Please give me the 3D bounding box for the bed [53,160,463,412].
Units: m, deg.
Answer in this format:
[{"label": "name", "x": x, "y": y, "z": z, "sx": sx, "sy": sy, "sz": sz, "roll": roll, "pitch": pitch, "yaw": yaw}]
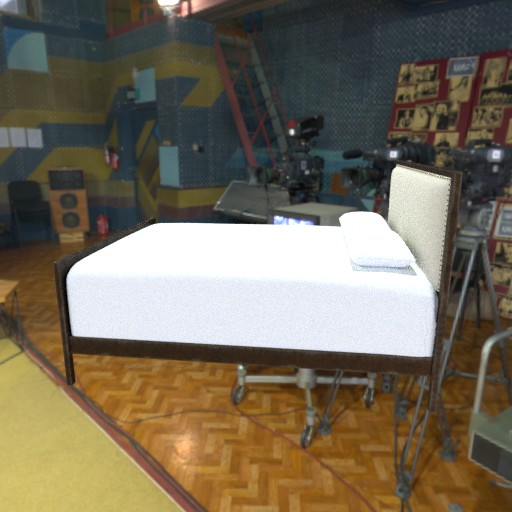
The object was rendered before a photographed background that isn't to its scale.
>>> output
[{"label": "bed", "x": 0.000, "y": 0.000, "z": 3.205, "sx": 2.221, "sy": 1.313, "sz": 1.607, "roll": 2, "pitch": 14, "yaw": 7}]
